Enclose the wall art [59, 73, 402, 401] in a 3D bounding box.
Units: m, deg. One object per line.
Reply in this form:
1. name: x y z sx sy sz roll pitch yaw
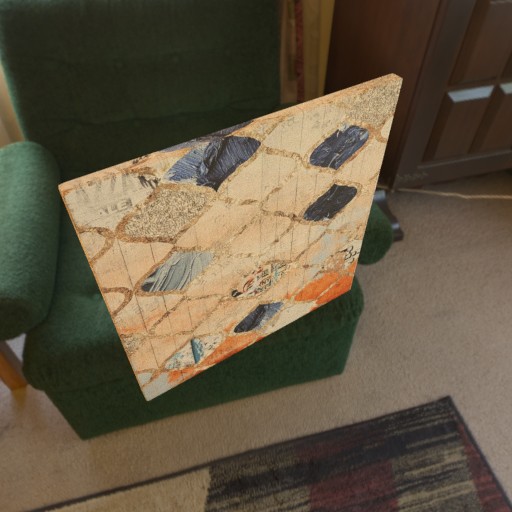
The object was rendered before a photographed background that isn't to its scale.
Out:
1. wall art: 0.000 0.000 1.367 0.912 0.914 0.039 -25 52 -21
